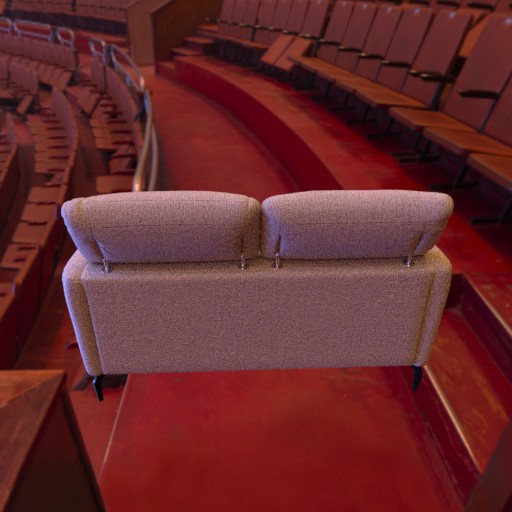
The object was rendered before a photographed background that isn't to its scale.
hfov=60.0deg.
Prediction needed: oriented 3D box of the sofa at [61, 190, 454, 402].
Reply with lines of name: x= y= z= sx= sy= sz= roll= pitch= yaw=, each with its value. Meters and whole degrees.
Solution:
sofa: x=0.000 y=0.000 z=2.084 sx=1.540 sy=0.950 sz=0.905 roll=-1 pitch=30 yaw=-2
